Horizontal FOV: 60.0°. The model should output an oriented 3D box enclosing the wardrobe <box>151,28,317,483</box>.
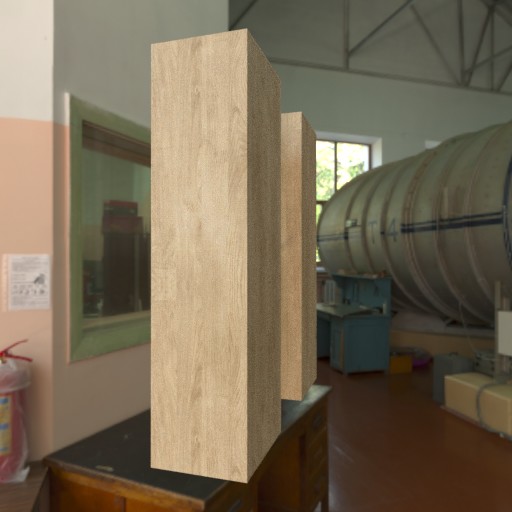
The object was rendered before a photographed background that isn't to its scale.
[{"bbox_3d":[0.000,0.000,2.866,0.480,2.000,1.770,0,0,18],"label":"wardrobe"}]
